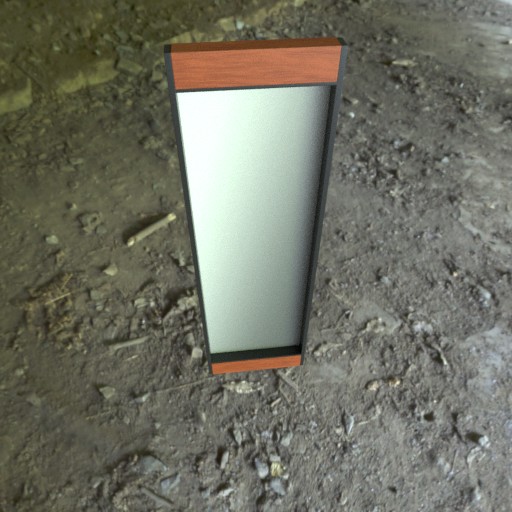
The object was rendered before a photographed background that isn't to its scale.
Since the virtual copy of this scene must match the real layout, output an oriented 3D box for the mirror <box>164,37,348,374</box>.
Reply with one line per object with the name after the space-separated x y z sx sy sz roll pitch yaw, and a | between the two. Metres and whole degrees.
0.000 0.000 1.229 0.343 1.123 0.047 -5 45 -5 | mirror
